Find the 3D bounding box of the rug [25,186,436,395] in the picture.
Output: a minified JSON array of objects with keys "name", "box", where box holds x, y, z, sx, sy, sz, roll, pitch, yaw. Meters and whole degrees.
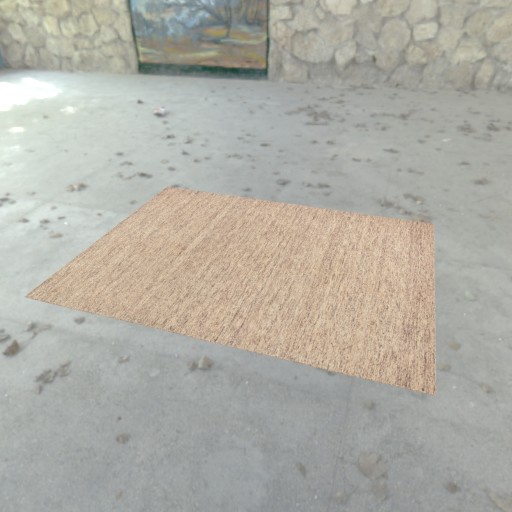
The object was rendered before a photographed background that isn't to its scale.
[{"name":"rug","box":[0.000,0.000,4.198,3.205,0.013,2.448,10,33,16]}]
